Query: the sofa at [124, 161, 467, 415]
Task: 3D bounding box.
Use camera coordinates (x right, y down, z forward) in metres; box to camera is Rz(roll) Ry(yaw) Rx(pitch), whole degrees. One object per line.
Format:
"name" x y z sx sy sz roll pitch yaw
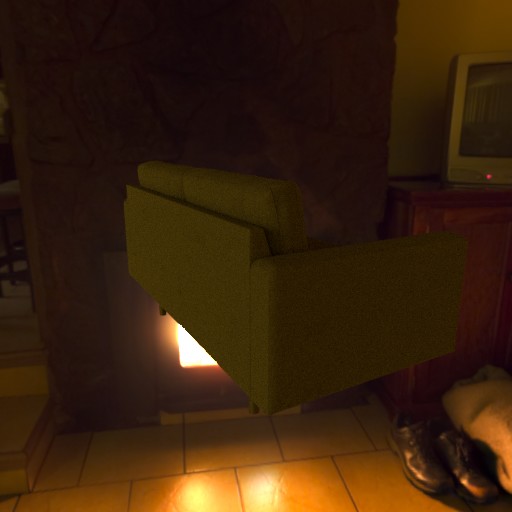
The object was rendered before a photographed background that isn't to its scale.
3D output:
"sofa" 0.000 0.000 2.232 0.889 0.897 1.730 -8 17 -28
